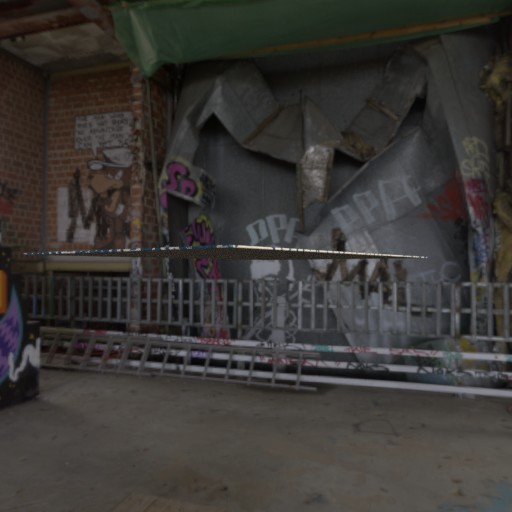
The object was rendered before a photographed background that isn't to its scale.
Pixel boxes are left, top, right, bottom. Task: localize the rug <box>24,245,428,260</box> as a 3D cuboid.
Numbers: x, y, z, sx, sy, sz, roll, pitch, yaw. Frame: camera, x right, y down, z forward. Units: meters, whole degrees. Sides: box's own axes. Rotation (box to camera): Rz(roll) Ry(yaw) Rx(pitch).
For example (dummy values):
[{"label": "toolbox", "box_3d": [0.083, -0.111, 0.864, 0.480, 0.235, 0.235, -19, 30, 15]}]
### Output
[{"label": "rug", "box_3d": [0.000, 0.000, 2.332, 1.220, 0.007, 1.828, -1, -2, 38]}]
